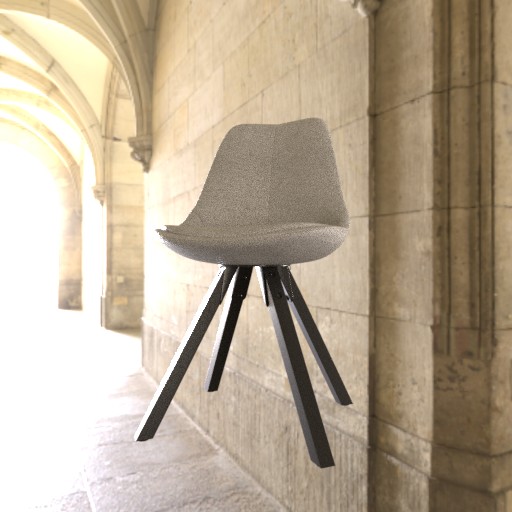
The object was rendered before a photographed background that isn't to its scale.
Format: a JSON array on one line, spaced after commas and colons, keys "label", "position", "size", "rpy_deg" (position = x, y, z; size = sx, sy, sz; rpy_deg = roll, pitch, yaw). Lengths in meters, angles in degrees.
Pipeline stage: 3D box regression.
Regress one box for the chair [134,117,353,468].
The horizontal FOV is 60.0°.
[{"label": "chair", "position": [0.000, 0.000, 1.171], "size": [0.485, 0.850, 0.550], "rpy_deg": [0, 0, 17]}]
